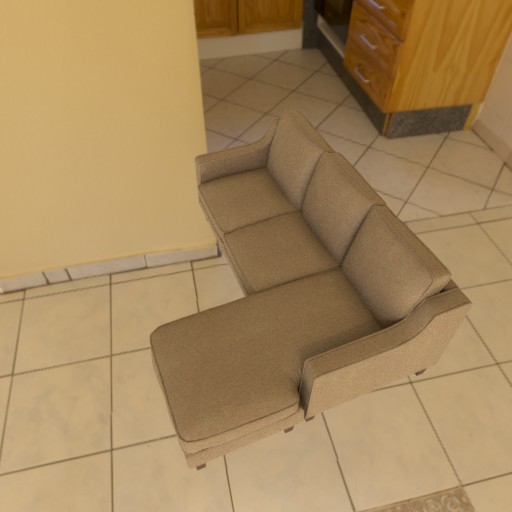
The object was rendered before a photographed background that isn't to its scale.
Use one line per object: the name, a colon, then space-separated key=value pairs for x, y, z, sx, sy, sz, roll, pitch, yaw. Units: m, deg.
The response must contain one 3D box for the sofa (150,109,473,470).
sofa: x=0.000 y=0.000 z=3.308 sx=1.858 sy=1.081 sz=2.317 roll=-17 pitch=50 yaw=-15
